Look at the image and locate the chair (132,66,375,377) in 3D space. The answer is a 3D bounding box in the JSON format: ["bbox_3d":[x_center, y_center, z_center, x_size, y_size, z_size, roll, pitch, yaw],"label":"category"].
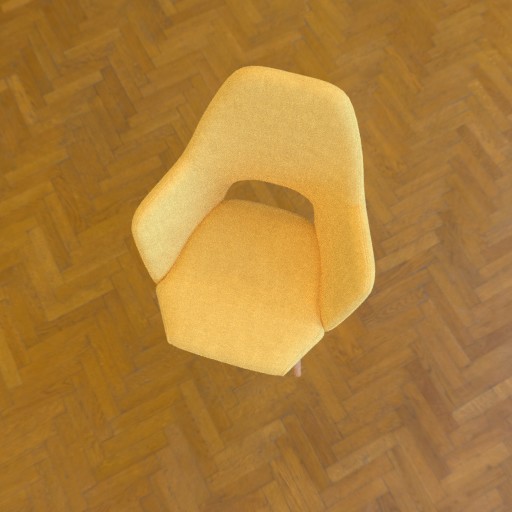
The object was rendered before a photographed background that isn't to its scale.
[{"bbox_3d":[0.000,0.000,1.255,0.590,0.840,0.610,15,76,4],"label":"chair"}]
